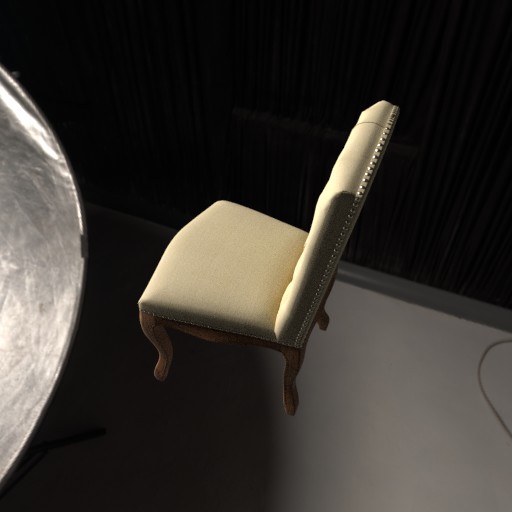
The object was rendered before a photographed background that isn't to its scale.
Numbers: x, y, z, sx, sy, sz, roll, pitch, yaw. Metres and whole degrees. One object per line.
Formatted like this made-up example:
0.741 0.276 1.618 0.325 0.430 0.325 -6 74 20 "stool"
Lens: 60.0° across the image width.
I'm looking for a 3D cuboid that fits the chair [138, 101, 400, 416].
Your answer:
0.000 0.000 1.578 0.715 1.165 0.623 17 47 16 "chair"
